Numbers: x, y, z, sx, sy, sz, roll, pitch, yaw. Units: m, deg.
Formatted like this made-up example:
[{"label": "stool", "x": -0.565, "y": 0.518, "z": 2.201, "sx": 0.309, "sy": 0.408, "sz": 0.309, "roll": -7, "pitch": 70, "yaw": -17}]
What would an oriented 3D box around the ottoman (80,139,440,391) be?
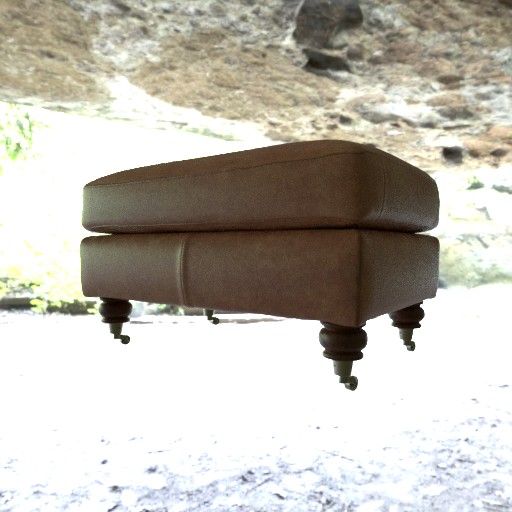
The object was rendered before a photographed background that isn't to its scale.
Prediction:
[{"label": "ottoman", "x": 0.000, "y": 0.000, "z": 1.196, "sx": 0.852, "sy": 0.507, "sz": 0.565, "roll": 1, "pitch": 2, "yaw": 36}]
